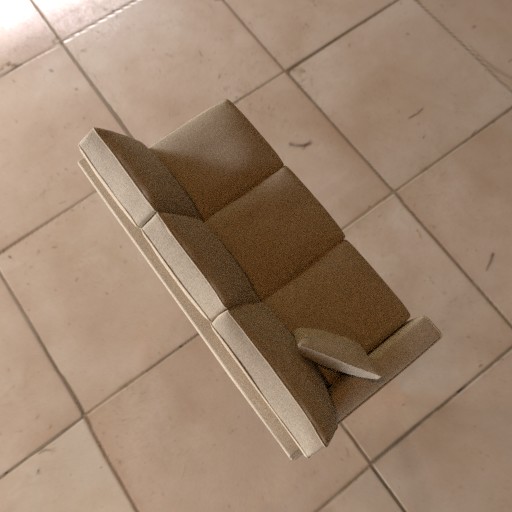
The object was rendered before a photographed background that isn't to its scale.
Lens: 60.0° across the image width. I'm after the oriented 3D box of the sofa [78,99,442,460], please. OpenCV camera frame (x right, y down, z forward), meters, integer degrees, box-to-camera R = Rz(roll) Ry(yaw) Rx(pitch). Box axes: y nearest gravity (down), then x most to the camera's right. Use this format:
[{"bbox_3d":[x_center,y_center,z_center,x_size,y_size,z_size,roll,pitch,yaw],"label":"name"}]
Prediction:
[{"bbox_3d":[0.000,0.000,2.598,1.034,0.946,1.962,-36,77,-9],"label":"sofa"}]
